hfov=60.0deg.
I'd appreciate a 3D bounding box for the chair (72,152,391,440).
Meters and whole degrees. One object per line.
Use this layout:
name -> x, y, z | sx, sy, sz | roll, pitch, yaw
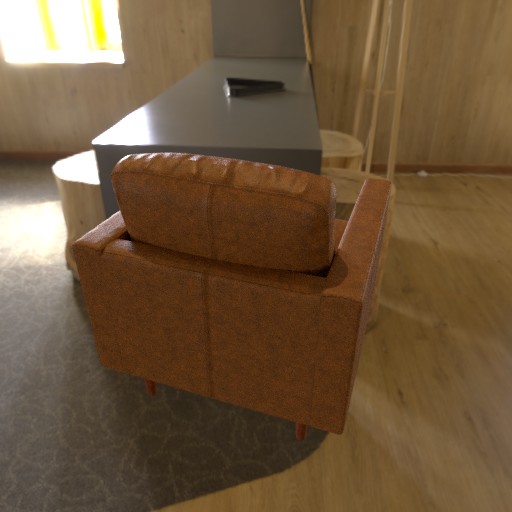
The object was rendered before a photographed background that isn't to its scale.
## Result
chair -> 0.000, 0.000, 1.705 | 0.890, 0.956, 0.909 | 10, 32, 17
